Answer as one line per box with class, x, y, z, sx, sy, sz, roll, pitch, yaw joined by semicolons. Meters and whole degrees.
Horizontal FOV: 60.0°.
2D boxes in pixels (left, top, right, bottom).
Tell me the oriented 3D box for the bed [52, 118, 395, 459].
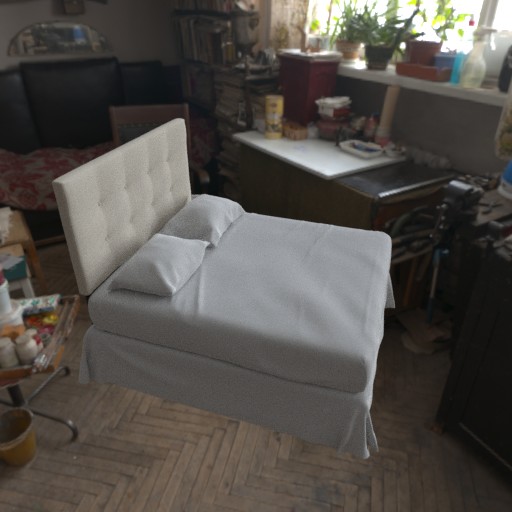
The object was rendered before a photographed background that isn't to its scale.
bed;0.000;0.000;3.428;2.222;1.577;1.936;10;32;16
